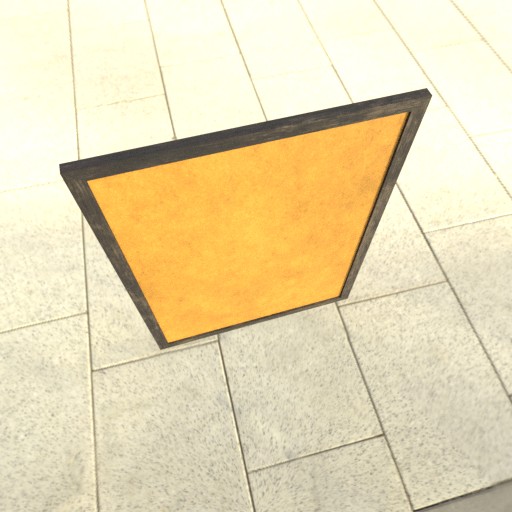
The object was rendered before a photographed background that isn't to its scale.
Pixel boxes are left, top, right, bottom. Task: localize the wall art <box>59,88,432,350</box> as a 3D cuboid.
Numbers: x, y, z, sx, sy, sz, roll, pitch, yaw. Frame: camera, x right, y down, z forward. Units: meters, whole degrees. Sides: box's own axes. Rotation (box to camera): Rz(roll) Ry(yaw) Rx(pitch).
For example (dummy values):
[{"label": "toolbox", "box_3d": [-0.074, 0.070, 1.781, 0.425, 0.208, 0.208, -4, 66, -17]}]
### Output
[{"label": "wall art", "box_3d": [0.000, 0.000, 1.396, 0.812, 1.066, 0.029, -14, 61, -8]}]
